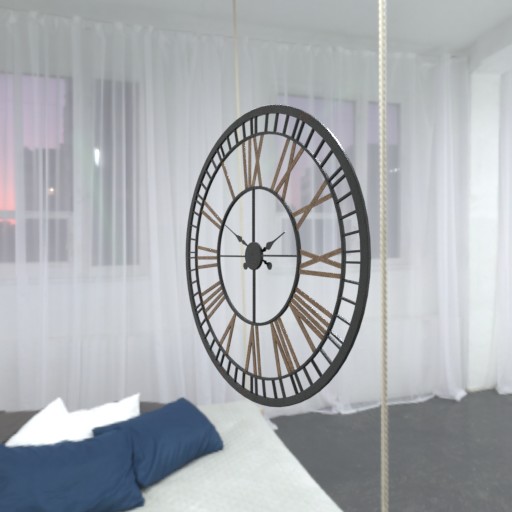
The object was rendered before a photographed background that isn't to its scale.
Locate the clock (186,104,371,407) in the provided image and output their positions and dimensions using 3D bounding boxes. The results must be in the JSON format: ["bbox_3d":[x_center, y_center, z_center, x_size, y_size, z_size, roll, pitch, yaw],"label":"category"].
[{"bbox_3d":[0.000,0.000,1.287,0.025,0.843,0.843,0,1,-36],"label":"clock"}]
